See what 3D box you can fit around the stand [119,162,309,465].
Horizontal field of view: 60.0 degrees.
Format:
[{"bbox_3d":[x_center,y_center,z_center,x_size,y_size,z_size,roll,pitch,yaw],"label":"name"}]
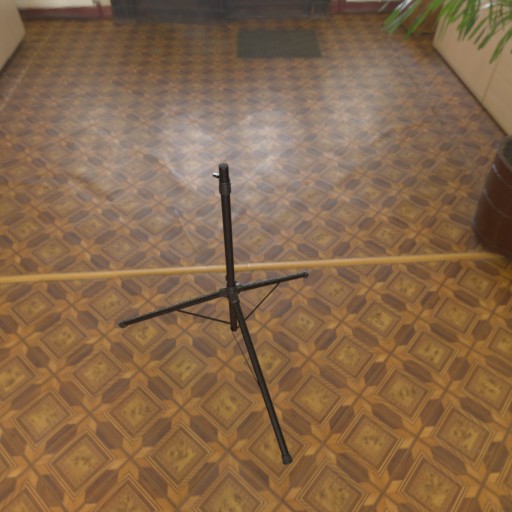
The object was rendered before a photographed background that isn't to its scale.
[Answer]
[{"bbox_3d":[0.000,0.000,2.753,1.596,1.595,1.339,32,55,26],"label":"stand"}]
